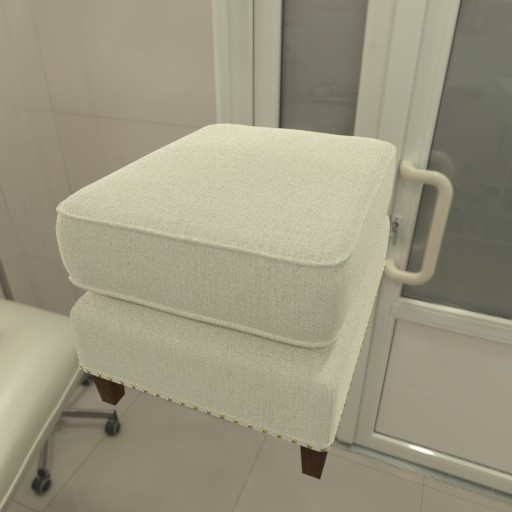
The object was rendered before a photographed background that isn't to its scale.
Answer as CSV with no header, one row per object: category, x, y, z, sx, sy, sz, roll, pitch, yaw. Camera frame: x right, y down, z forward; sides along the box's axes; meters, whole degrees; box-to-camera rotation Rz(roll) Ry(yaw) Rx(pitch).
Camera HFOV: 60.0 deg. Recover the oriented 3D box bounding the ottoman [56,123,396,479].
ottoman,0.000,0.000,1.111,0.589,0.537,0.738,11,32,19
